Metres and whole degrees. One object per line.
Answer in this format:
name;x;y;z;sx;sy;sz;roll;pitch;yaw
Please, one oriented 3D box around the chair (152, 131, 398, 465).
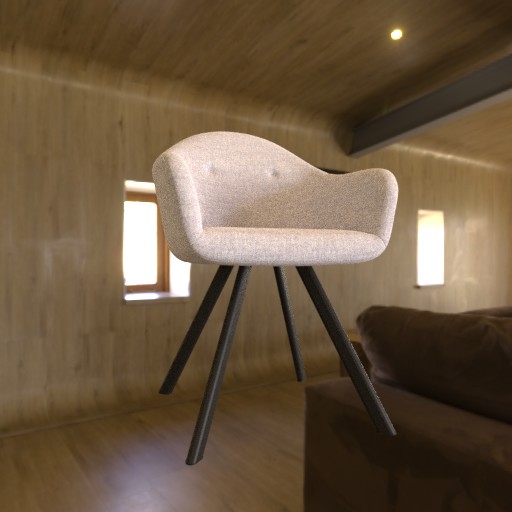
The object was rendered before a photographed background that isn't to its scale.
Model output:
chair;0.000;0.000;1.163;0.540;0.780;0.570;0;0;-19
